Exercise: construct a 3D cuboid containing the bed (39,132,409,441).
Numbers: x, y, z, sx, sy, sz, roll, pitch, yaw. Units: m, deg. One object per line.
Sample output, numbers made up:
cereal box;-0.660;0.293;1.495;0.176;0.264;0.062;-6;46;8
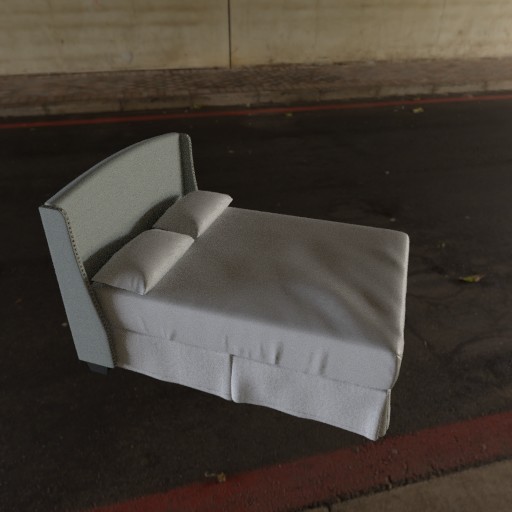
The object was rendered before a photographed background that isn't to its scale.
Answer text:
bed;0.000;0.000;3.359;2.237;1.407;1.710;10;32;16
